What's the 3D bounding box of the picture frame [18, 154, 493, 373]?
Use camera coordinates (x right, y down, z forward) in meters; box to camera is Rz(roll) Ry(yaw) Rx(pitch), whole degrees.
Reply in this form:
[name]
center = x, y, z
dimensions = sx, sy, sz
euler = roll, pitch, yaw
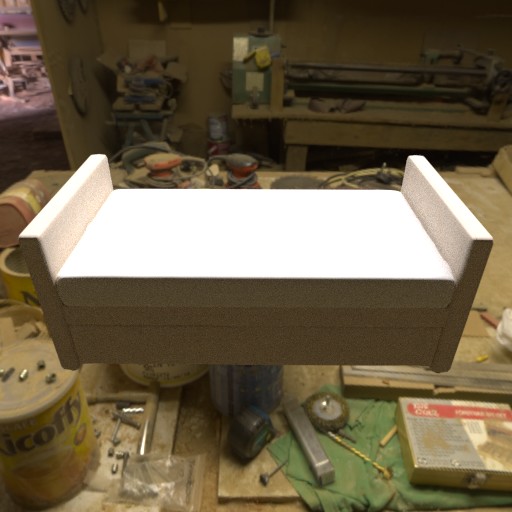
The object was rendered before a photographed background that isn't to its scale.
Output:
[picture frame]
center = 0.000, 0.000, 2.676
dimensions = 2.161, 0.891, 1.069
euler = 0, 33, 0
